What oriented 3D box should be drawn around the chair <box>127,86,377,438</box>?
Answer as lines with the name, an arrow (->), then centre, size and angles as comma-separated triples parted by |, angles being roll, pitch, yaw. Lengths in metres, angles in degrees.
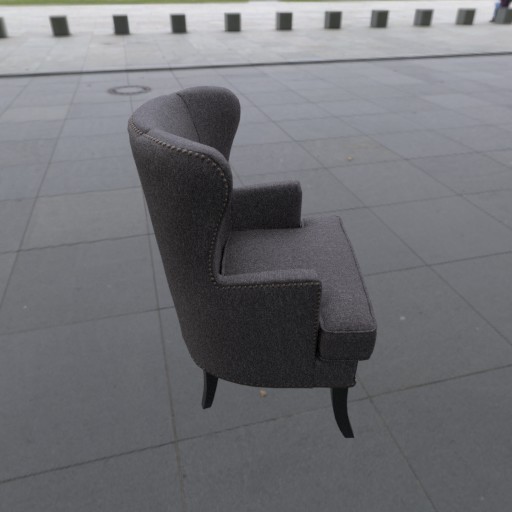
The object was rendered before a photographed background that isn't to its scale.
chair -> 0.000, 0.000, 1.618 | 0.758, 1.060, 0.759 | 0, 32, 0
